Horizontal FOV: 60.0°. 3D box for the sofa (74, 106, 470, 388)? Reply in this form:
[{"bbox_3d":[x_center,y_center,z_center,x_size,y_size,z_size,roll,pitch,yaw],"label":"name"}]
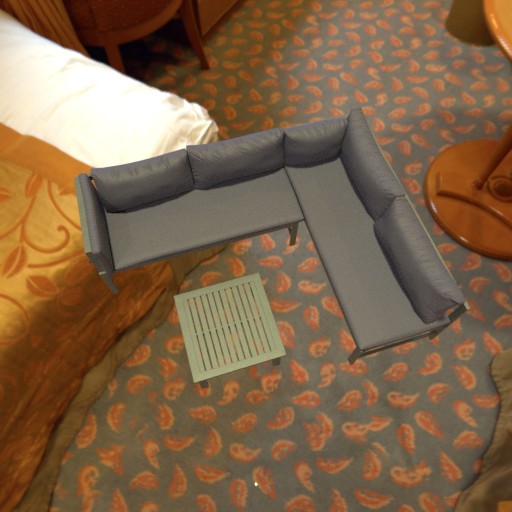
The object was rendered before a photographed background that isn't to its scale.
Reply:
[{"bbox_3d":[0.000,0.000,3.058,2.149,0.762,1.658,-15,64,-8],"label":"sofa"}]
